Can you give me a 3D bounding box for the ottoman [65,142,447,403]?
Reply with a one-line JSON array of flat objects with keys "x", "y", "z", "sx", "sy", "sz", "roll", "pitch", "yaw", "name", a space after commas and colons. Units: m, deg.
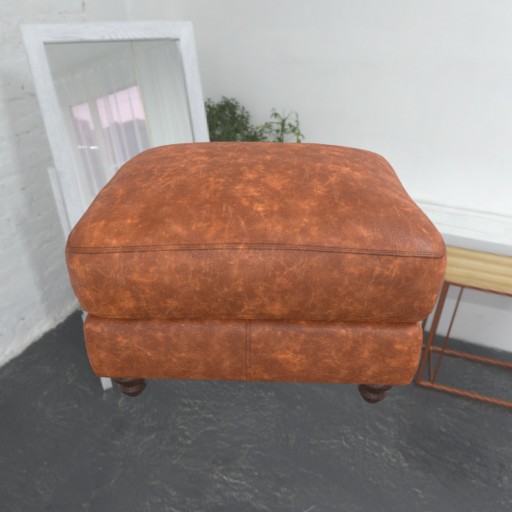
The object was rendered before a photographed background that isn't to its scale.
[{"x": 0.000, "y": 0.000, "z": 1.249, "sx": 0.832, "sy": 0.562, "sz": 0.657, "roll": 1, "pitch": 31, "yaw": 2, "name": "ottoman"}]
